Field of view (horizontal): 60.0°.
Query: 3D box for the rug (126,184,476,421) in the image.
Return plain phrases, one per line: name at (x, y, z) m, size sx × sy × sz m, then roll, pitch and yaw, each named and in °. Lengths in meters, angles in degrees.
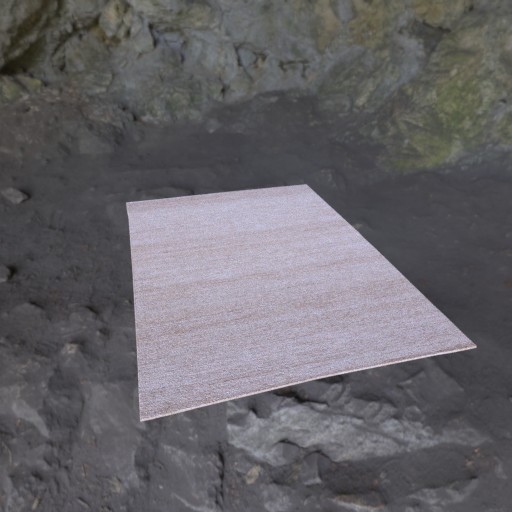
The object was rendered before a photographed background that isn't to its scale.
rug at (0.000, 0.000, 2.902) m, size 1.596 × 0.030 × 2.283 m, roll -8°, pitch 31°, yaw -13°
